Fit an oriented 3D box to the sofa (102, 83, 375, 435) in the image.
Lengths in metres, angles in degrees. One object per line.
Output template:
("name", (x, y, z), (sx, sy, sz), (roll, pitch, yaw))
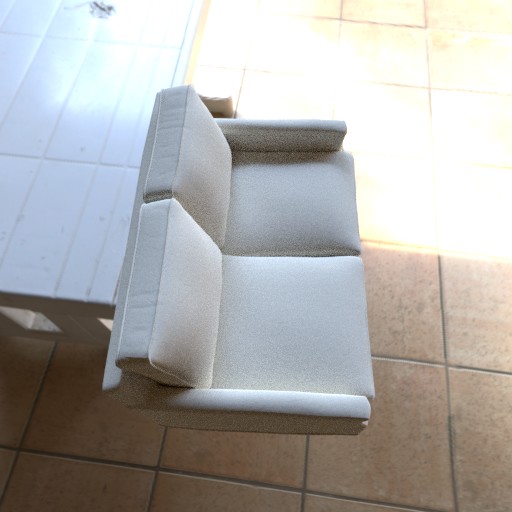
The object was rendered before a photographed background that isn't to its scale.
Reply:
("sofa", (0.000, 0.000, 2.225), (1.084, 1.003, 1.597), (2, 63, 1))
